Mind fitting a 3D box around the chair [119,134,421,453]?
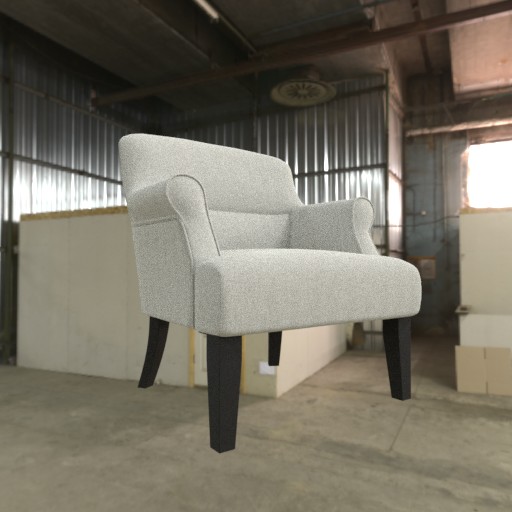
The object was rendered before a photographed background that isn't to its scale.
[{"bbox_3d":[0.000,0.000,1.443,0.781,0.875,0.750,1,-1,-35],"label":"chair"}]
